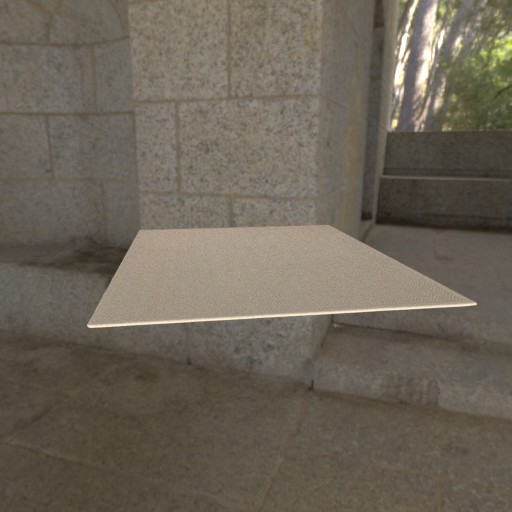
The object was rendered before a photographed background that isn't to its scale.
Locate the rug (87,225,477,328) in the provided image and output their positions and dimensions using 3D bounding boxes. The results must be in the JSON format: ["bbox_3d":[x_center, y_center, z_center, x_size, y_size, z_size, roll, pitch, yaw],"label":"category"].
[{"bbox_3d":[0.000,0.000,4.130,2.407,0.020,3.051,-2,14,-9],"label":"rug"}]
